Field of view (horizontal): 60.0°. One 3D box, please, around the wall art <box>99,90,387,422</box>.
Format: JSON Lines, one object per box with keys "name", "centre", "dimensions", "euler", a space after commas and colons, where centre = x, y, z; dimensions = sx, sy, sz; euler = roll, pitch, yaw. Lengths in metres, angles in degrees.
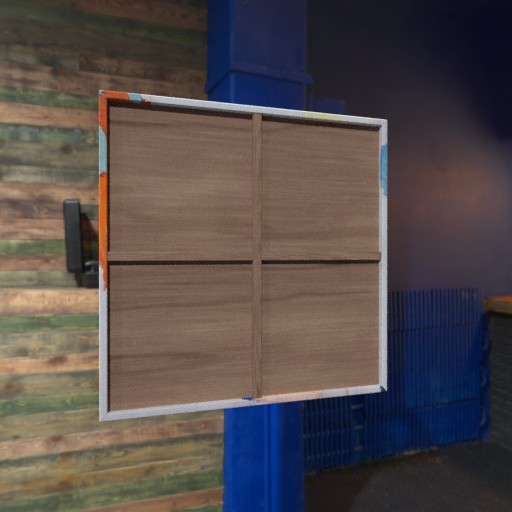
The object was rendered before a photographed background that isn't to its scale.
{"name": "wall art", "centre": [0.000, 0.000, 1.527], "dimensions": [1.017, 1.017, 0.044], "euler": [0, 0, -17]}
